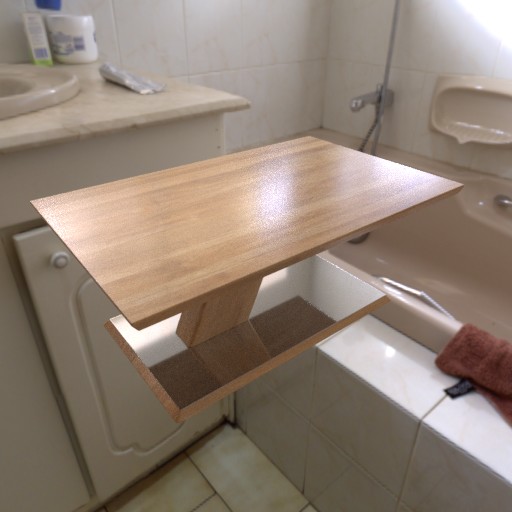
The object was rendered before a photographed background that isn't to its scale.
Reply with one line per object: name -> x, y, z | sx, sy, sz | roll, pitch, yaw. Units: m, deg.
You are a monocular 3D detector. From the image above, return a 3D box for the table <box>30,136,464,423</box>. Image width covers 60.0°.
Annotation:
table -> 0.000, 0.000, 1.432 | 1.100, 0.441, 0.692 | -22, 37, -32
